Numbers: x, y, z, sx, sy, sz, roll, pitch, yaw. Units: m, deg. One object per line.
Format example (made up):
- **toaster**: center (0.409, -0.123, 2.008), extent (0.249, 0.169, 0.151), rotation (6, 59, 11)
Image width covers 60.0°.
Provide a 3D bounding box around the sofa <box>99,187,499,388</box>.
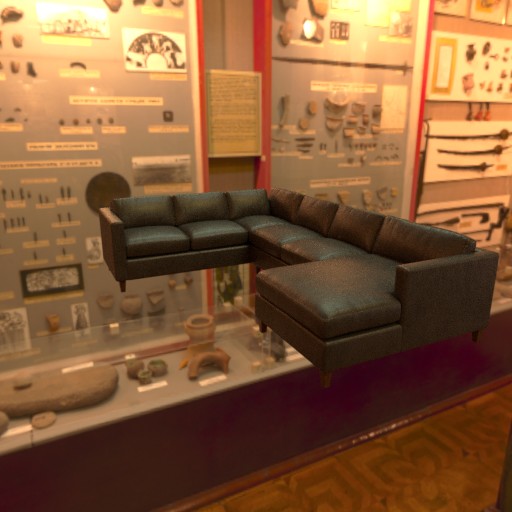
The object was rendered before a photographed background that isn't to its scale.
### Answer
- **sofa**: center (0.000, 0.000, 4.303), extent (2.452, 0.891, 3.324), rotation (-8, 18, -25)
